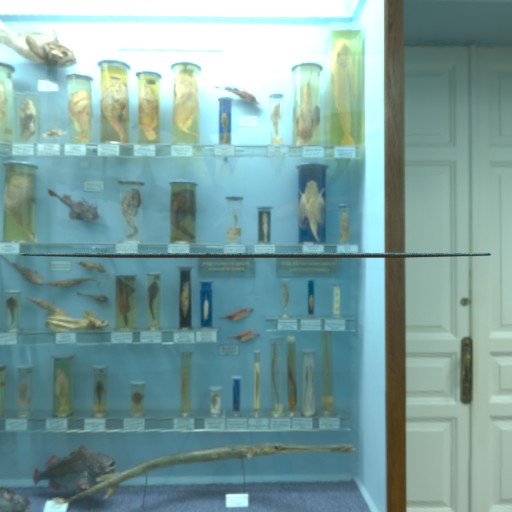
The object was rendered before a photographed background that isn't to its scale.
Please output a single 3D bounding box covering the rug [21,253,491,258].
[{"bbox_3d":[0.000,0.000,3.053,2.438,0.015,1.524,0,-1,0],"label":"rug"}]
